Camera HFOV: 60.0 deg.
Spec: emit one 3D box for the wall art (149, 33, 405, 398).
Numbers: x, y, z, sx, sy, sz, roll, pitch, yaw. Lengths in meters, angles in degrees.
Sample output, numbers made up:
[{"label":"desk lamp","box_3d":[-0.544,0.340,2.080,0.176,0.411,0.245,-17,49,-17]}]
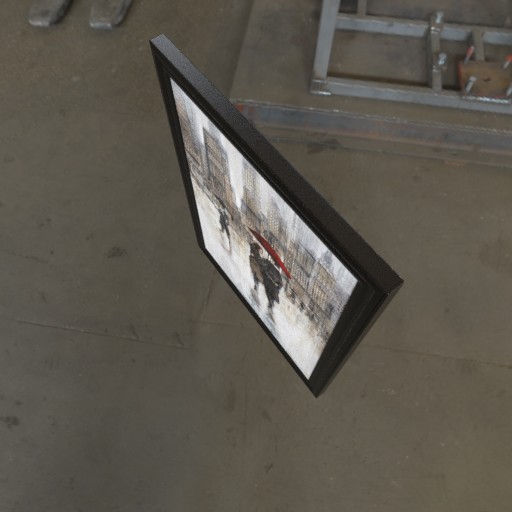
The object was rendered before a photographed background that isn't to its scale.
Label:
[{"label":"wall art","box_3d":[0.000,0.000,1.595,0.053,1.194,0.950,-33,67,-16]}]
